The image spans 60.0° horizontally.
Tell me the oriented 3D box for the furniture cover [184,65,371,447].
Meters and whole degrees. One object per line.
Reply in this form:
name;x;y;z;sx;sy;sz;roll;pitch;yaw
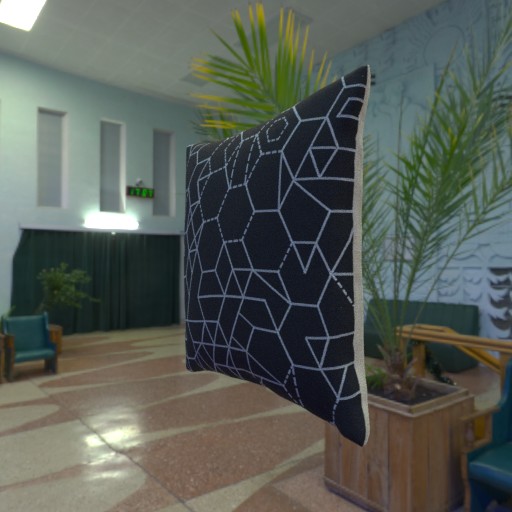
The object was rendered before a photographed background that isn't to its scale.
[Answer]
furniture cover;0.000;0.000;0.794;0.158;0.508;0.517;1;-1;-36
